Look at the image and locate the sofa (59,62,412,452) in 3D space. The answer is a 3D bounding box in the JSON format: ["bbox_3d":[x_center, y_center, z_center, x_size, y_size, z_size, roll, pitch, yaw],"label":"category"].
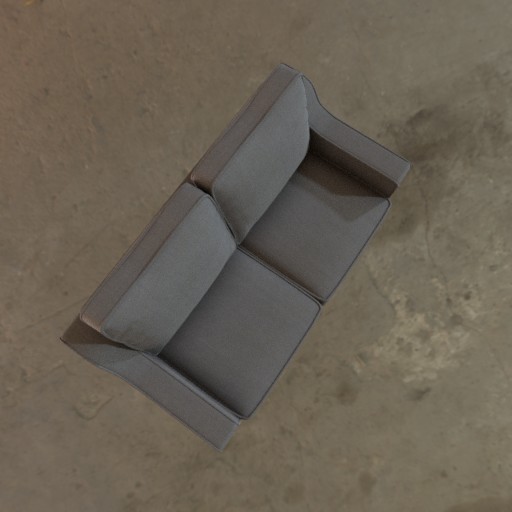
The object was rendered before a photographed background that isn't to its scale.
[{"bbox_3d":[0.000,0.000,2.017,0.791,0.948,1.500,34,78,8],"label":"sofa"}]
